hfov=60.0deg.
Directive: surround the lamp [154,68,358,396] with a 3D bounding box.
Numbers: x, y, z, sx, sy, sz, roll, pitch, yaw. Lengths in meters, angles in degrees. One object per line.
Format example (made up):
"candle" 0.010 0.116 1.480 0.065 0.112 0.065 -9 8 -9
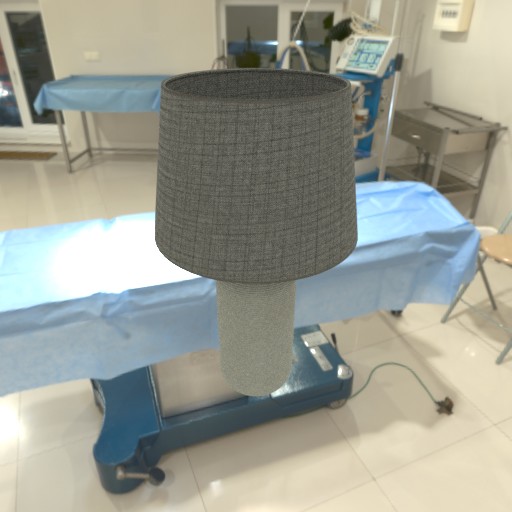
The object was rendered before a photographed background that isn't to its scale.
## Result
"lamp" 0.000 0.000 0.577 0.251 0.429 0.251 0 30 0
